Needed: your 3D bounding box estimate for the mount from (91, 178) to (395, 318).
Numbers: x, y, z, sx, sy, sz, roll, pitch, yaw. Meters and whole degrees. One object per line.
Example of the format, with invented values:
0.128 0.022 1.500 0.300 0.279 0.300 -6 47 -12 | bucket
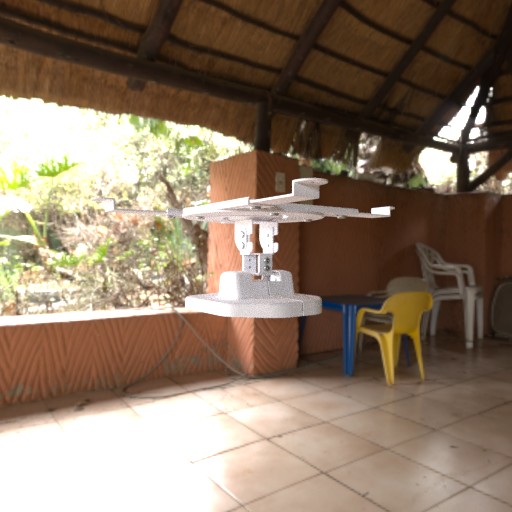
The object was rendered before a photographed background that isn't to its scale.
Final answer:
0.000 0.000 0.599 0.394 0.141 0.394 0 0 -36 | mount
